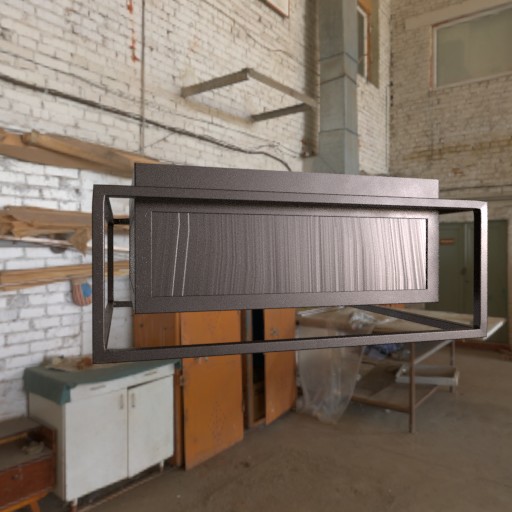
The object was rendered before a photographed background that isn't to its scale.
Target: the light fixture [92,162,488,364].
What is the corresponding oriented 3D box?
[{"bbox_3d":[0.000,0.000,0.673,0.441,0.191,0.441,0,1,-17],"label":"light fixture"}]
